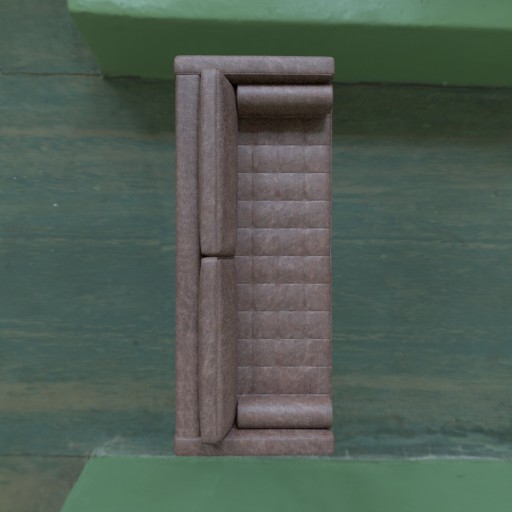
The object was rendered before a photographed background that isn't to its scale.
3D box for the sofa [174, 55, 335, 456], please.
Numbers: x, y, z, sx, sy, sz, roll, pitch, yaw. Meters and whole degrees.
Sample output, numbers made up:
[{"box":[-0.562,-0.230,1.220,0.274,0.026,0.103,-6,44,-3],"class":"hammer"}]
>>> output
[{"box":[0.000,0.000,2.620,0.914,0.762,2.210,0,90,-1],"class":"sofa"}]
